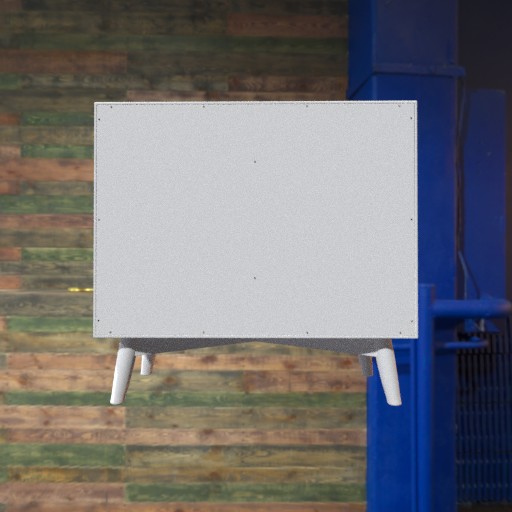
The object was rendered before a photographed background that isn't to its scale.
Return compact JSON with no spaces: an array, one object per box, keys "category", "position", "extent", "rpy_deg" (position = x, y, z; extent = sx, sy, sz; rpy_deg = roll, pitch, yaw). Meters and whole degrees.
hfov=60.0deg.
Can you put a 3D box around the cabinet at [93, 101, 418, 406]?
[{"category":"cabinet","position":[0.000,0.000,1.291],"extent":[0.800,0.761,0.398],"rpy_deg":[0,-1,1]}]
